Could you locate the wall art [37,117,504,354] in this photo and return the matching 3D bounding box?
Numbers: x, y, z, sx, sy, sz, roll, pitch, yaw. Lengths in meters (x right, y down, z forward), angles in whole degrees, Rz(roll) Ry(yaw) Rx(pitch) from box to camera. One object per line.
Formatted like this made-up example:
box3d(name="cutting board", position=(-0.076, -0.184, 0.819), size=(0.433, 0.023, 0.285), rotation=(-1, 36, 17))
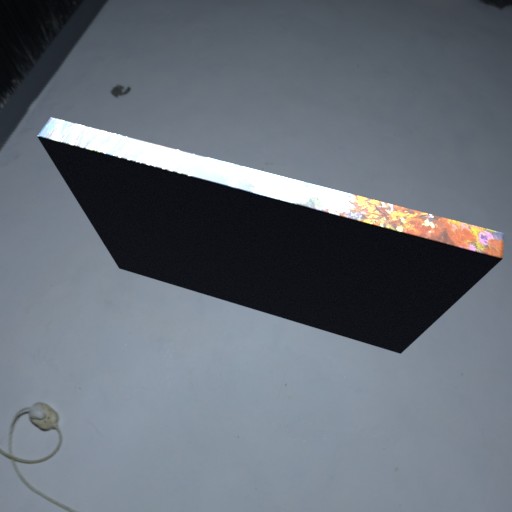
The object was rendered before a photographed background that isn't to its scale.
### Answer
box3d(name="wall art", position=(0.000, 0.000, 0.743), size=(0.610, 0.406, 0.037), rotation=(16, 63, 8))
